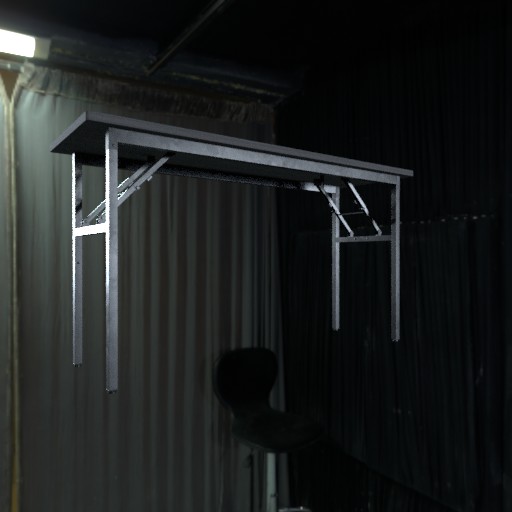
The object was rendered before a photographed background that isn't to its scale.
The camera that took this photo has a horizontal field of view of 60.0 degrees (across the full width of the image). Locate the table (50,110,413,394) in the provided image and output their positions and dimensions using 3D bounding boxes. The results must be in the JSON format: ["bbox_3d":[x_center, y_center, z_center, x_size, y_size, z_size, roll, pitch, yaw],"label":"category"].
[{"bbox_3d":[0.000,0.000,1.728,1.399,0.750,0.449,0,0,-36],"label":"table"}]
